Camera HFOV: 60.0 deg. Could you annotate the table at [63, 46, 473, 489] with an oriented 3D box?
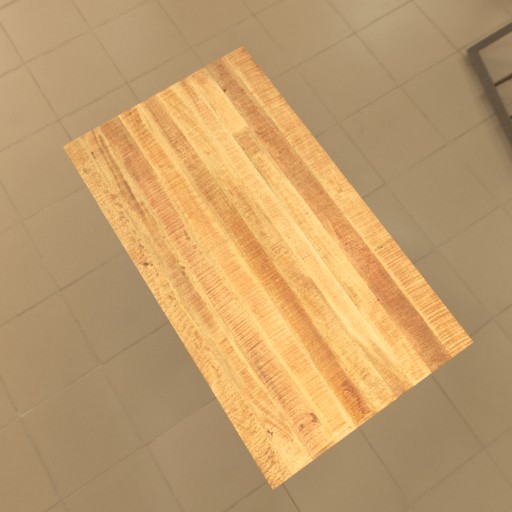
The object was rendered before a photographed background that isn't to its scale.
[{"bbox_3d":[0.000,0.000,1.695,0.760,0.455,1.320,-33,78,-8],"label":"table"}]
